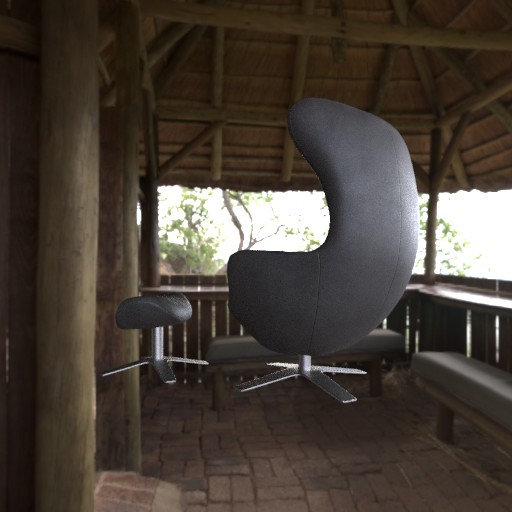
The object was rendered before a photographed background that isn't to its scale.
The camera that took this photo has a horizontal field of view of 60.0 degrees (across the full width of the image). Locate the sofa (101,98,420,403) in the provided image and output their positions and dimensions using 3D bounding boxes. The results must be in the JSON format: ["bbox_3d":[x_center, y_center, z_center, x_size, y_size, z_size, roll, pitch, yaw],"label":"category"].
[{"bbox_3d":[0.000,0.000,2.084,1.444,1.135,0.894,0,0,19],"label":"sofa"}]
